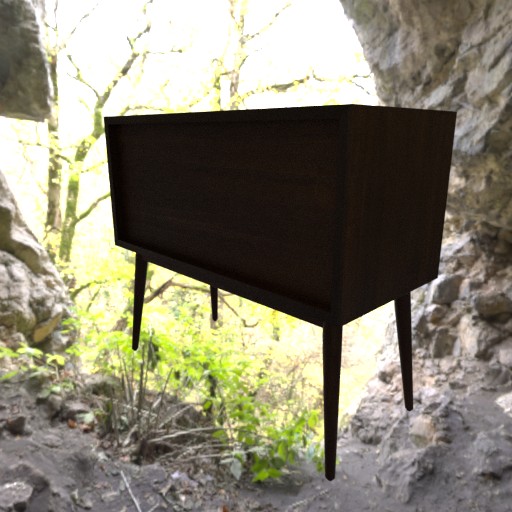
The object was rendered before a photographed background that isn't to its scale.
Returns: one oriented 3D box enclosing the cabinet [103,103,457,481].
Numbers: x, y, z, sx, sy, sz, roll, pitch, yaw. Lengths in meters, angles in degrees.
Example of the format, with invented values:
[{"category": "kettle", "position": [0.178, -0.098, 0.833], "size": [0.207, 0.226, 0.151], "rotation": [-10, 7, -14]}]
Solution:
[{"category": "cabinet", "position": [0.000, 0.000, 1.074], "size": [0.354, 0.654, 0.743], "rotation": [-15, 21, -42]}]
